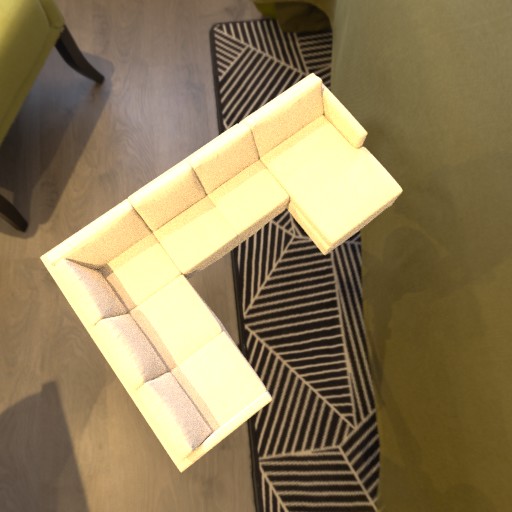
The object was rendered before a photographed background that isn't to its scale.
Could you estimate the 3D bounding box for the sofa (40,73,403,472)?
[{"bbox_3d":[0.000,0.000,4.566,3.460,0.882,2.427,-36,79,-9],"label":"sofa"}]
